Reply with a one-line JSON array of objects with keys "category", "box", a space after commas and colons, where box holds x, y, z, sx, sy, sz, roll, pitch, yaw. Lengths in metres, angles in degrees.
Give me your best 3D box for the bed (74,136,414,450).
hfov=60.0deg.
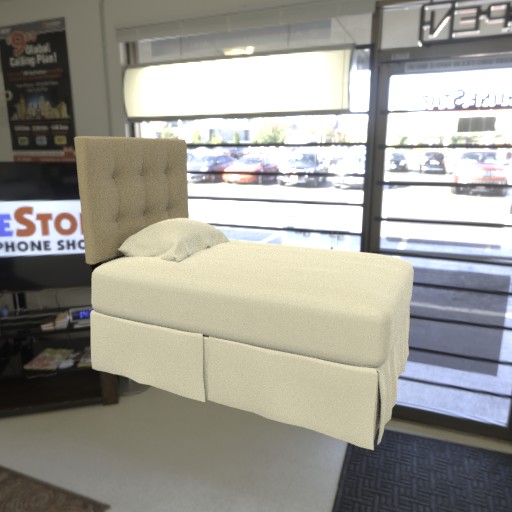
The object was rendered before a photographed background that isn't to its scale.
[{"category": "bed", "box": [0.000, 0.000, 3.009, 1.997, 1.571, 1.261, 6, 15, 25]}]
